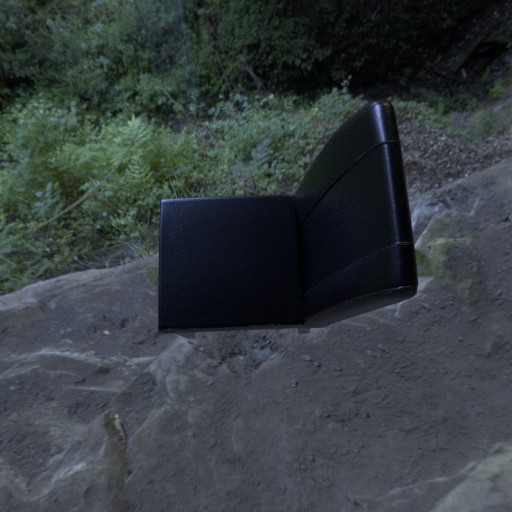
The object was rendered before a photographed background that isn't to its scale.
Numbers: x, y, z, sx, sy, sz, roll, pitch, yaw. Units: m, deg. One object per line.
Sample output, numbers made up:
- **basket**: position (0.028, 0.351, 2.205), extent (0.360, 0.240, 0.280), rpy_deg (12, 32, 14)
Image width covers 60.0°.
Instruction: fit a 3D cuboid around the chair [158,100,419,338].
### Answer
- **chair**: position (0.000, 0.000, 1.232), extent (0.556, 0.897, 0.399), rpy_deg (-2, 75, -1)
